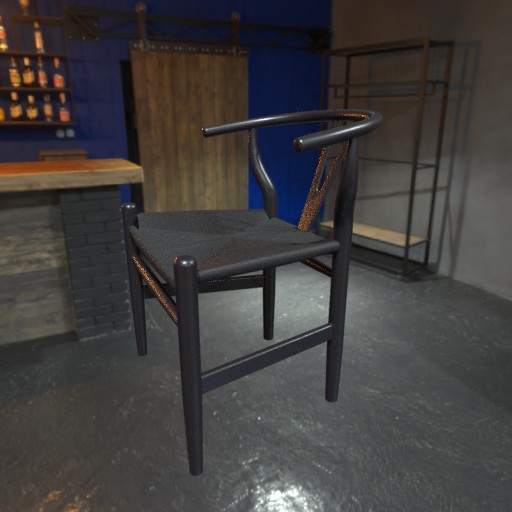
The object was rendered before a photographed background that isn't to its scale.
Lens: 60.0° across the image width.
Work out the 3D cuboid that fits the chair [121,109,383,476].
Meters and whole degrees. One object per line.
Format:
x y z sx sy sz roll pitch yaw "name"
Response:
0.000 0.000 1.164 0.579 0.730 0.569 -9 20 -24 "chair"
